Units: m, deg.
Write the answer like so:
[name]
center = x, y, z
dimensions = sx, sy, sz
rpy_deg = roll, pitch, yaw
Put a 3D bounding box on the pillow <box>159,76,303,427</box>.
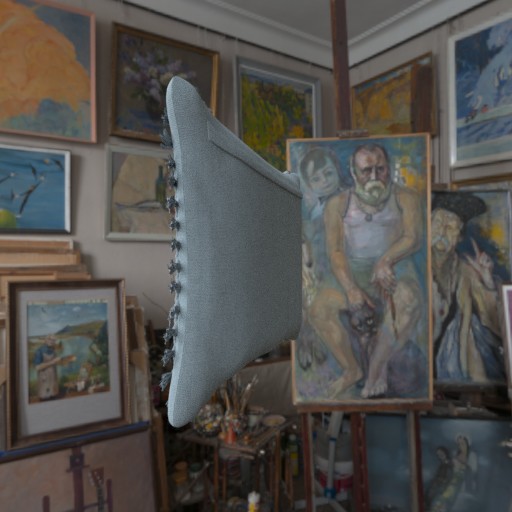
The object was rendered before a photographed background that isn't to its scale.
[pillow]
center = 0.000, 0.000, 0.588
dimensions = 0.084, 0.305, 0.466
rpy_deg = 0, 0, 18
